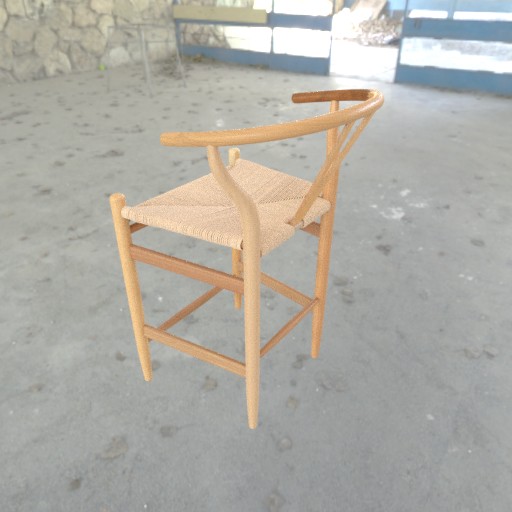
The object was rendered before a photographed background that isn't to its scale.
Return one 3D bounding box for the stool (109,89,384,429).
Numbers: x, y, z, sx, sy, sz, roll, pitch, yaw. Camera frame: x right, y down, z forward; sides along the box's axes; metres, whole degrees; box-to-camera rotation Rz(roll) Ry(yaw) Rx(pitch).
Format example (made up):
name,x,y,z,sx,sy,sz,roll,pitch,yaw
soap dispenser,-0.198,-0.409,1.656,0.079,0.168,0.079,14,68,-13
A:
name,x,y,z,sx,sy,sz,roll,pitch,yaw
stool,0.000,0.000,1.274,0.575,0.923,0.536,21,37,31
